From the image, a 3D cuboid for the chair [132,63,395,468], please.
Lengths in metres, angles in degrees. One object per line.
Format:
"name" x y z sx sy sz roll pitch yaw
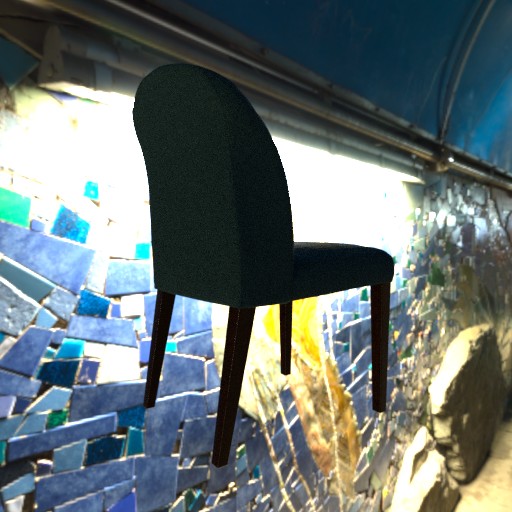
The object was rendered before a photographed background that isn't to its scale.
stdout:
"chair" 0.000 0.000 1.238 0.620 0.879 0.507 -1 3 -35
